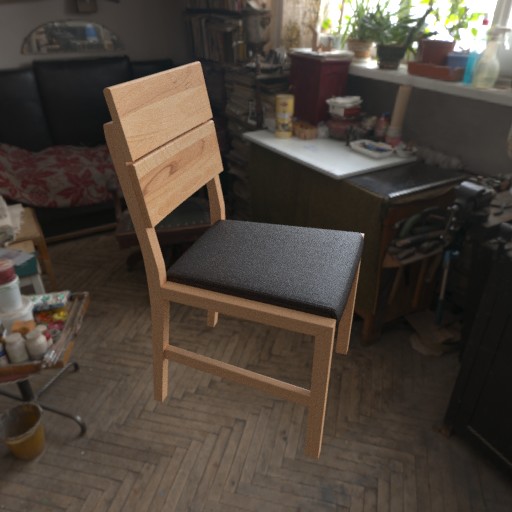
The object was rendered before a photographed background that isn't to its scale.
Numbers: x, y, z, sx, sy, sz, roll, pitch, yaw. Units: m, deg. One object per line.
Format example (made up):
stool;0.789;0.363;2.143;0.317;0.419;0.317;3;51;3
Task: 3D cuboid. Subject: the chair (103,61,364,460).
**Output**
chair;0.000;0.000;1.263;0.560;0.950;0.475;11;33;17
